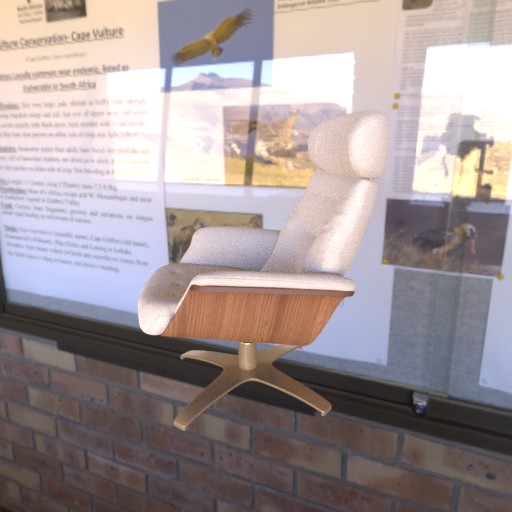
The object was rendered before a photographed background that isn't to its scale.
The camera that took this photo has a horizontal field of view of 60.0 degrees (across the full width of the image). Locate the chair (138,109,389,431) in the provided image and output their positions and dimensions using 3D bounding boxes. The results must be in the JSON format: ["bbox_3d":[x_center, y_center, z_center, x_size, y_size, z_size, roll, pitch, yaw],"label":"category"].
[{"bbox_3d":[0.000,0.000,1.599,0.837,0.995,0.785,-2,14,-7],"label":"chair"}]
